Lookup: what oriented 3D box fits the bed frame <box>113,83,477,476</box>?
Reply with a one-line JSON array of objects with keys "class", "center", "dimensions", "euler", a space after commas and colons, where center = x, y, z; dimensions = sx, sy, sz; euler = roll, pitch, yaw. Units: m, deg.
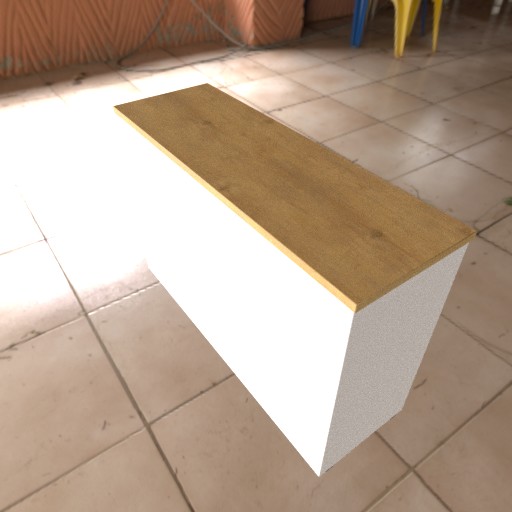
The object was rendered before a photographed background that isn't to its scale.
[{"class": "bed frame", "center": [0.000, 0.000, 1.692], "dimensions": [0.430, 0.850, 1.300], "euler": [-25, 47, -27]}]
